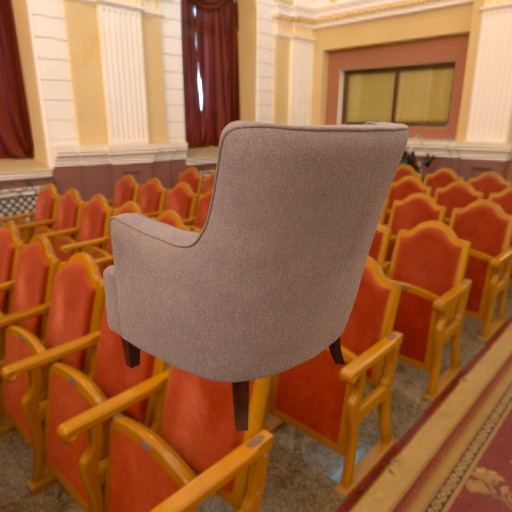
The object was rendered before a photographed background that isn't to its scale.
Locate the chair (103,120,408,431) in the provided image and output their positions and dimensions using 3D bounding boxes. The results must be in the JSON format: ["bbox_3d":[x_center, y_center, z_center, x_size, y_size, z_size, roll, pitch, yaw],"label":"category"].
[{"bbox_3d":[0.000,0.000,1.582,0.910,0.919,0.781,15,22,42],"label":"chair"}]
